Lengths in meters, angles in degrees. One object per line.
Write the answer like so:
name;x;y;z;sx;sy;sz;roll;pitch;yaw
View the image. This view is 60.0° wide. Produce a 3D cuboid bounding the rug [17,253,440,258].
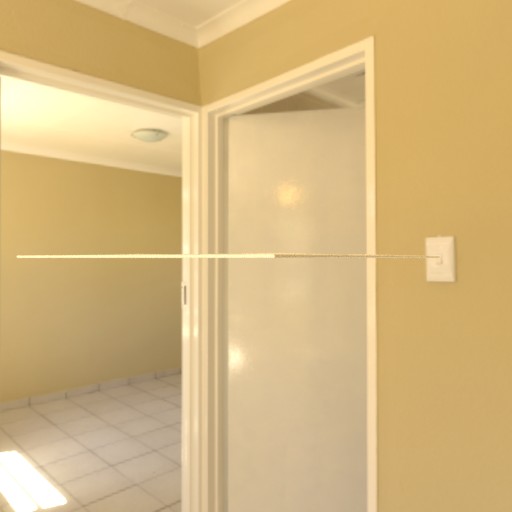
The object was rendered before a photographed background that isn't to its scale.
rug;0.000;0.000;3.795;2.311;0.032;2.921;0;0;36
